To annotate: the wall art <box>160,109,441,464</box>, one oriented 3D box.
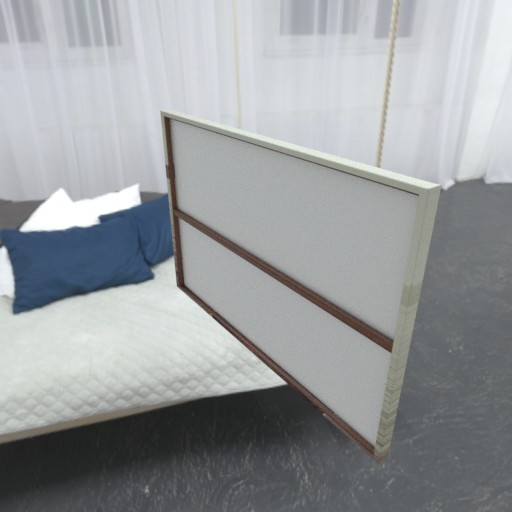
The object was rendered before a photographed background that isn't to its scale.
[{"bbox_3d":[0.000,0.000,1.428,0.040,0.765,1.149,-19,32,-32],"label":"wall art"}]
